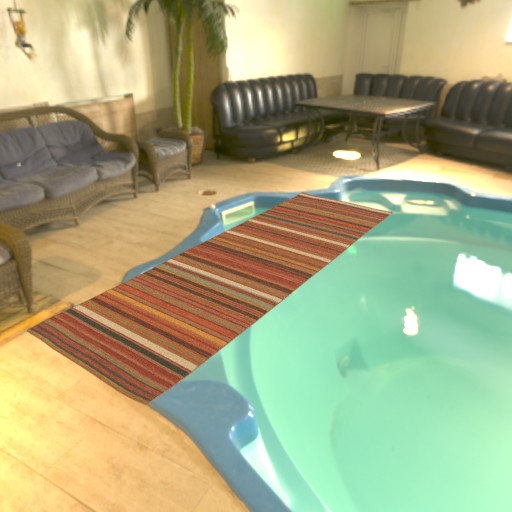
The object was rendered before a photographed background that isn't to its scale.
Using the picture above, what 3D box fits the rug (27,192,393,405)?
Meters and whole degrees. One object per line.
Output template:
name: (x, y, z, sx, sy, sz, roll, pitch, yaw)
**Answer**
rug: (0.000, 0.000, 2.665, 0.799, 0.030, 2.444, 18, 31, 32)
